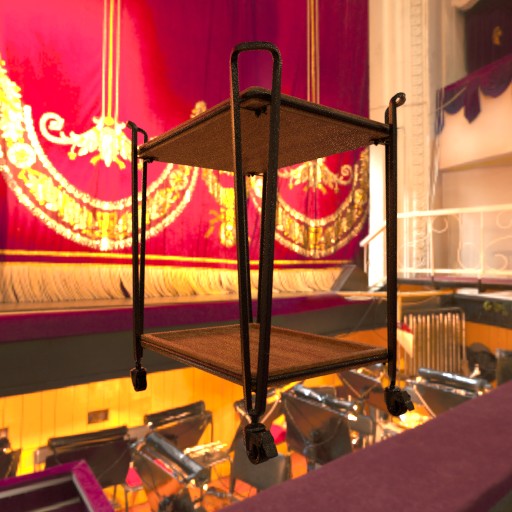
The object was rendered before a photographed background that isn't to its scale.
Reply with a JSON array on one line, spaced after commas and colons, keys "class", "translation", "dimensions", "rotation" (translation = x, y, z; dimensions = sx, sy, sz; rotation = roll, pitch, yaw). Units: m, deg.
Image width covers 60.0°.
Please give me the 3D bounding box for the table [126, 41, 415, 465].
[{"class": "table", "translation": [0.000, 0.000, 1.198], "dimensions": [0.505, 0.785, 0.672], "rotation": [0, -1, -37]}]
